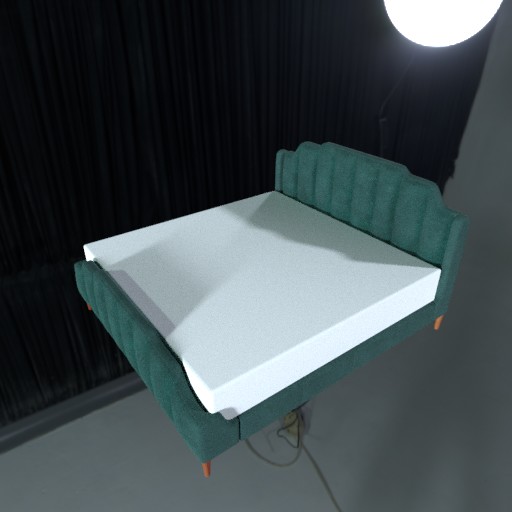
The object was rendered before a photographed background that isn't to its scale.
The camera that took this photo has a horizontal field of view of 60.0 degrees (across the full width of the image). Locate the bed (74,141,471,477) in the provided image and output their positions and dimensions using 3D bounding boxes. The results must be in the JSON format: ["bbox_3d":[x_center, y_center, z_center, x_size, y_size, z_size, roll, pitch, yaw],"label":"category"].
[{"bbox_3d":[0.000,0.000,3.493,2.340,1.245,2.074,-20,36,-31],"label":"bed"}]
